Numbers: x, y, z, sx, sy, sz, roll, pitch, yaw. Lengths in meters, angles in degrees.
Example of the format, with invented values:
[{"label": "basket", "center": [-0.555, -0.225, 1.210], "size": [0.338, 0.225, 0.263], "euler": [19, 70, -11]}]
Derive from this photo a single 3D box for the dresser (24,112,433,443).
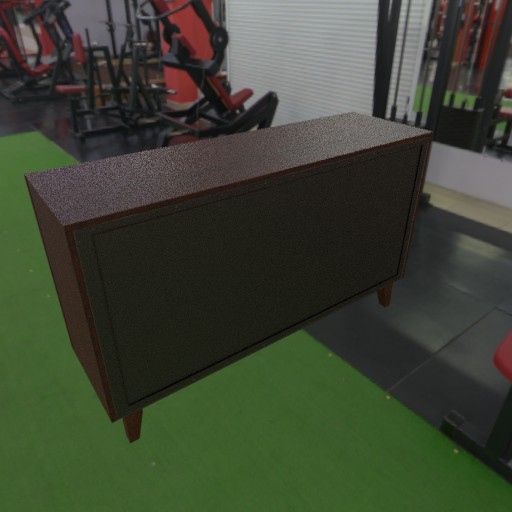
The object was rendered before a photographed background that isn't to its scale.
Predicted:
[{"label": "dresser", "center": [0.000, 0.000, 1.998], "size": [1.609, 0.971, 0.499], "euler": [-20, 36, -30]}]
